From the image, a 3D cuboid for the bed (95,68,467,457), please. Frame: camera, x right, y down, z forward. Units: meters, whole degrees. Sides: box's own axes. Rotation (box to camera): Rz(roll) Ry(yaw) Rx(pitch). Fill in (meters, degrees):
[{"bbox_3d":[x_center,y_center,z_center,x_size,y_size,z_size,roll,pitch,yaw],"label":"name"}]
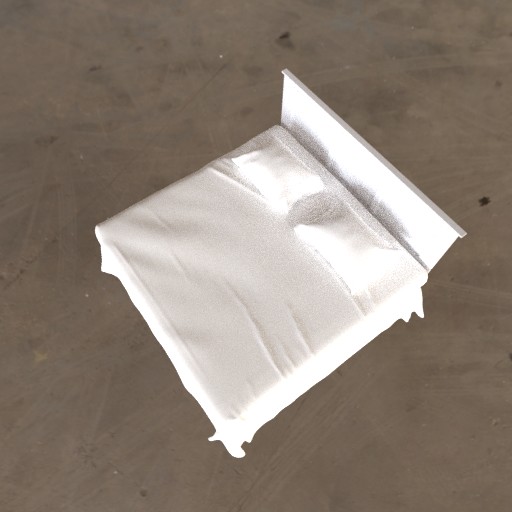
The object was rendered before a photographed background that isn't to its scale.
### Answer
[{"bbox_3d":[0.000,0.000,3.653,2.215,1.273,2.317,-33,67,-16],"label":"bed"}]
